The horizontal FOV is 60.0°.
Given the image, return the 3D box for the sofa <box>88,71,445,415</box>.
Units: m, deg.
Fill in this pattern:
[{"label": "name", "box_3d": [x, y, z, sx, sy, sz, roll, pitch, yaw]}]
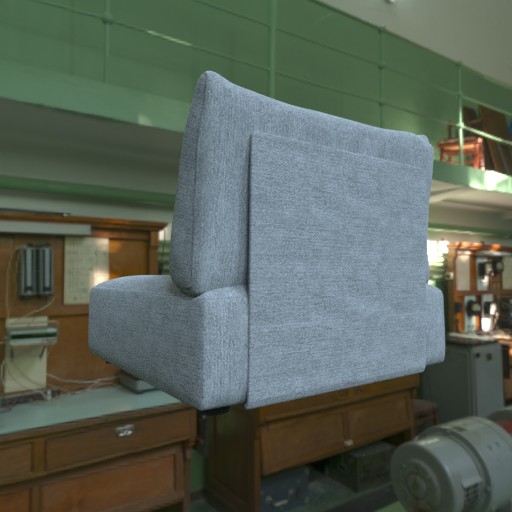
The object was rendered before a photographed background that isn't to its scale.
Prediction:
[{"label": "sofa", "box_3d": [0.000, 0.000, 1.669, 1.000, 0.820, 1.000, 2, -3, -35]}]
